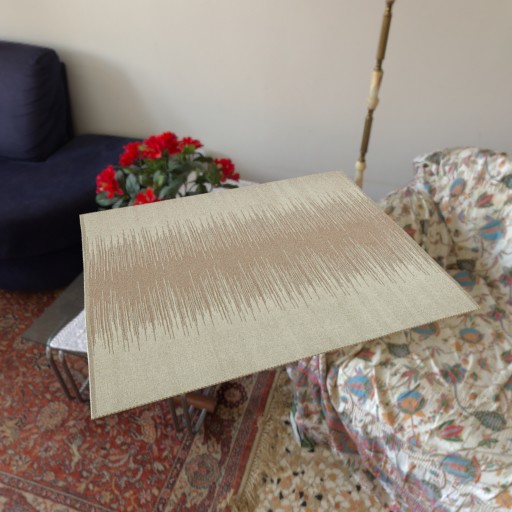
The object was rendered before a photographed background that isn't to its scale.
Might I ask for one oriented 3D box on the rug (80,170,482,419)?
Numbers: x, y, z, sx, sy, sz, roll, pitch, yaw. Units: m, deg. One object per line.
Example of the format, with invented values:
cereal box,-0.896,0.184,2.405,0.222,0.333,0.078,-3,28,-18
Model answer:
rug,0.000,0.000,4.091,3.048,0.013,2.438,-12,41,-14
